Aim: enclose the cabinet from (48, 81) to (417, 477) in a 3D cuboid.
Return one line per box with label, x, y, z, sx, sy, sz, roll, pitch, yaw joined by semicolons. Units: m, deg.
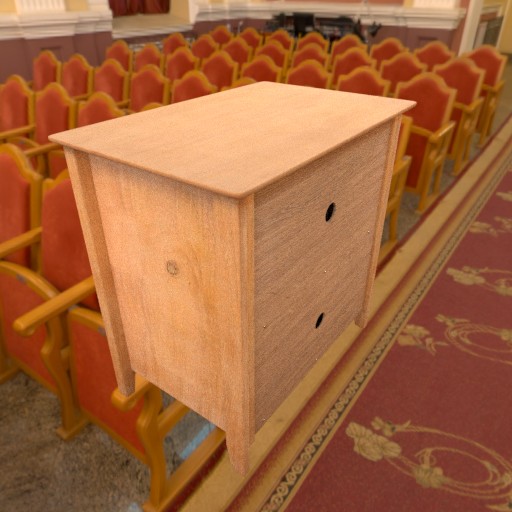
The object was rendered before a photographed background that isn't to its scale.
cabinet;0.000;0.000;1.233;0.503;0.762;0.763;21;37;30
